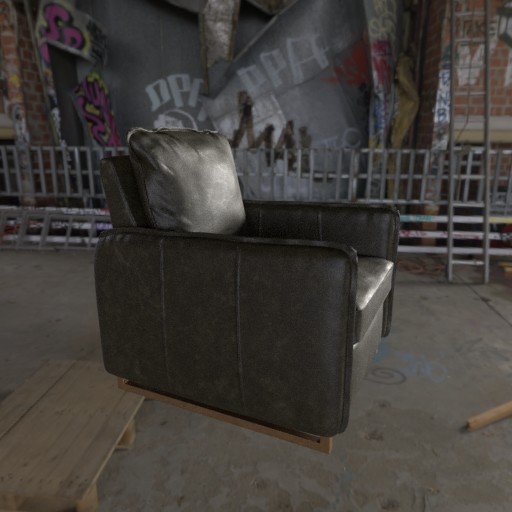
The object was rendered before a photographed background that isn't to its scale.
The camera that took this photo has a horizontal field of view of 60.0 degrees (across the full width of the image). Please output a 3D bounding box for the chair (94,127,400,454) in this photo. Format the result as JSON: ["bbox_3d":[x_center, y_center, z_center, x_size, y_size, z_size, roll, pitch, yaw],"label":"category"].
[{"bbox_3d":[0.000,0.000,1.642,0.921,0.921,0.830,7,17,25],"label":"chair"}]
